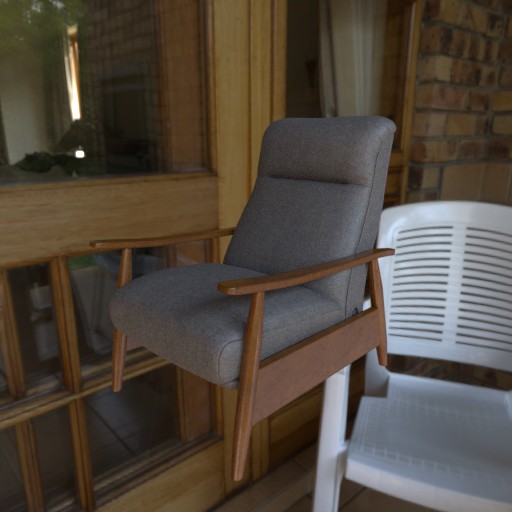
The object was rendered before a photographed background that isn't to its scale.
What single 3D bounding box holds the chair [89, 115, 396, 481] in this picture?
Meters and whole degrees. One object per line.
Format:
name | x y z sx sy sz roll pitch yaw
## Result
chair | 0.000 0.000 1.768 0.762 1.081 1.014 14 21 41
